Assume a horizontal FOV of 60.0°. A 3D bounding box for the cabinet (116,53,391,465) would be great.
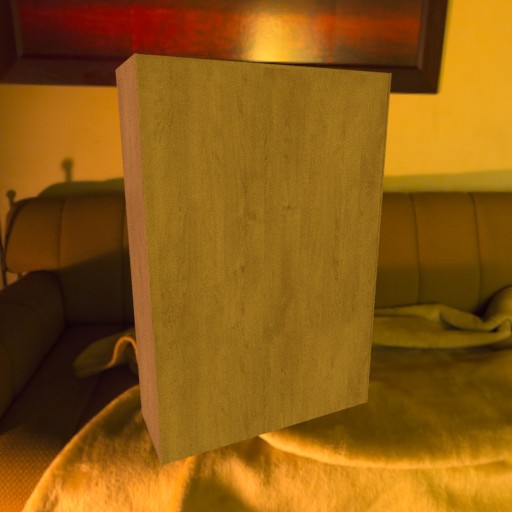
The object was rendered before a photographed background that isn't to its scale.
[{"bbox_3d":[0.000,0.000,2.467,1.290,1.910,0.510,-7,17,-24],"label":"cabinet"}]
